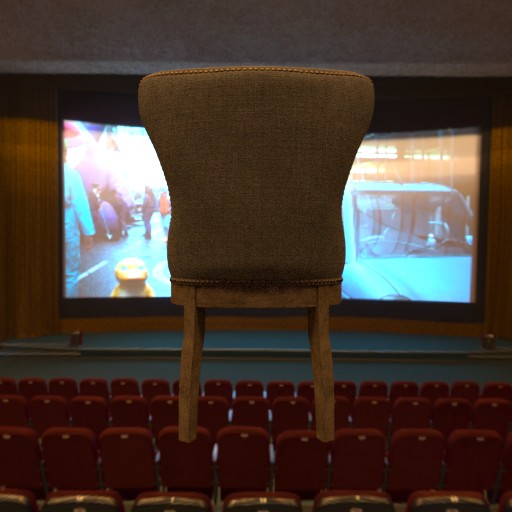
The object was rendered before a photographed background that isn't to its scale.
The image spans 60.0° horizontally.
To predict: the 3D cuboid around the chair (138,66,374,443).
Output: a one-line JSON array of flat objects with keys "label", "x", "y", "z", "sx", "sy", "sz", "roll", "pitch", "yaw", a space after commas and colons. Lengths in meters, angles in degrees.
[{"label": "chair", "x": 0.000, "y": 0.000, "z": 1.425, "sx": 0.654, "sy": 1.002, "sz": 0.681, "roll": 0, "pitch": 1, "yaw": 0}]
